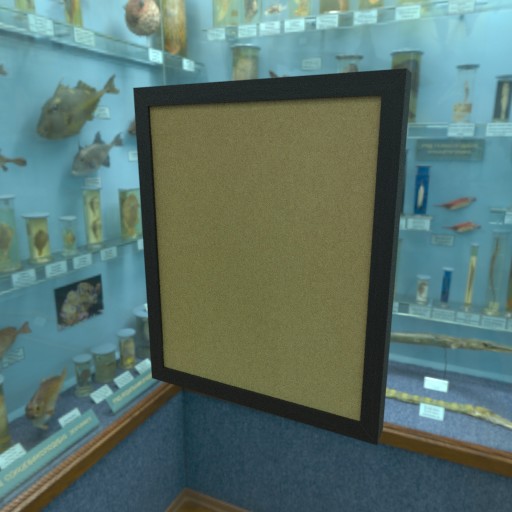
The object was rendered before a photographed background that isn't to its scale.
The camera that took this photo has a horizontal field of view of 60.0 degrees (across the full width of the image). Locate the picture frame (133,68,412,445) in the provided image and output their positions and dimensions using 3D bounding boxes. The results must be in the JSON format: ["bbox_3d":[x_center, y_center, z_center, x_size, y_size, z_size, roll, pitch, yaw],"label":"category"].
[{"bbox_3d":[0.000,0.000,0.751,0.452,0.555,0.044,7,16,26],"label":"picture frame"}]
